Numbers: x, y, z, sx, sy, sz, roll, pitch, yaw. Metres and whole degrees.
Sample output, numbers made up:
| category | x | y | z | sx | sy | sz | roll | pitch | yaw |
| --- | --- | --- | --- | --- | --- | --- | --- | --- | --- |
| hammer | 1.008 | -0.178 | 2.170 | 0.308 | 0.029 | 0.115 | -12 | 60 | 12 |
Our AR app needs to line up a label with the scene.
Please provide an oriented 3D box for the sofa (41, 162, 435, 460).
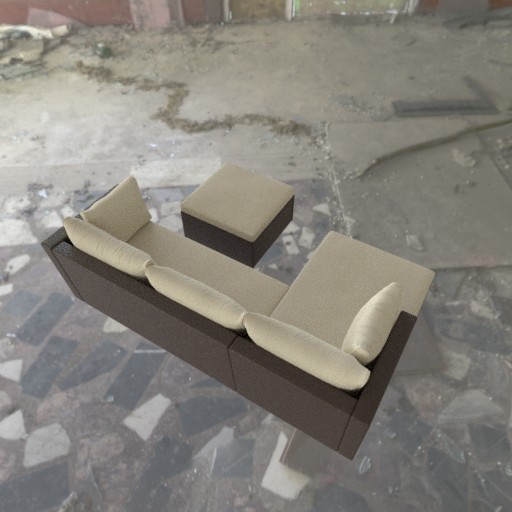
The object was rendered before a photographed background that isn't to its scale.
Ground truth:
| category | x | y | z | sx | sy | sz | roll | pitch | yaw |
| --- | --- | --- | --- | --- | --- | --- | --- | --- | --- |
| sofa | 0.000 | 0.000 | 3.027 | 2.192 | 0.766 | 1.612 | 24 | 53 | 20 |
